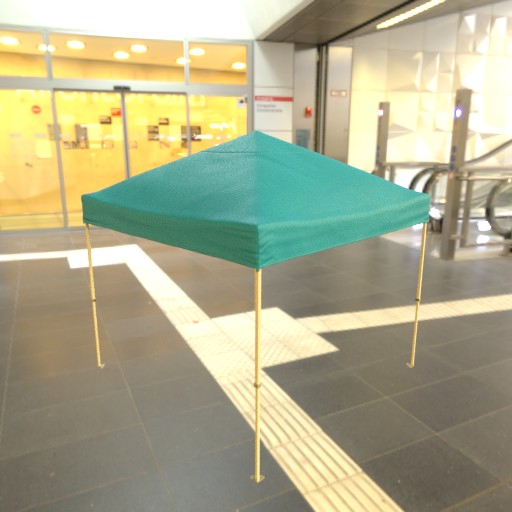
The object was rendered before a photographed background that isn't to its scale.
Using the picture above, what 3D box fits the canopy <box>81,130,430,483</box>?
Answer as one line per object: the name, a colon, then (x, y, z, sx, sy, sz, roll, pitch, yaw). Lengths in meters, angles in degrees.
canopy: (0.000, 0.000, 5.496, 2.998, 2.997, 2.996, 14, 19, 43)
